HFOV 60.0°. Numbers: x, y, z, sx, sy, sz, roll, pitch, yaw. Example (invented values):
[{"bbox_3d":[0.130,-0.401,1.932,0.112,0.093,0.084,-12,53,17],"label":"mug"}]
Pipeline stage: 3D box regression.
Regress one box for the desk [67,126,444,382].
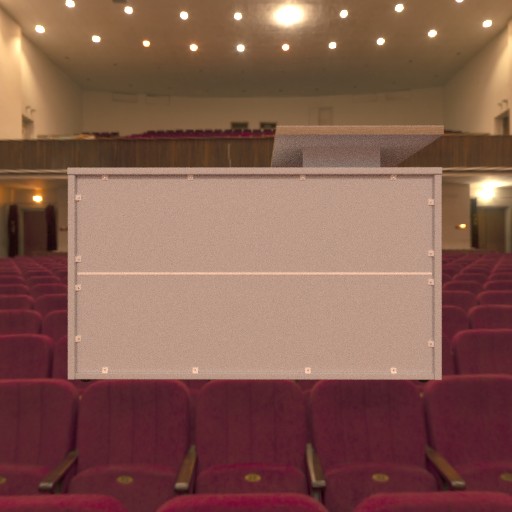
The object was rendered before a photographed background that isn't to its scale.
[{"bbox_3d":[0.000,0.000,1.990,1.098,0.755,1.404,0,0,0],"label":"desk"}]
